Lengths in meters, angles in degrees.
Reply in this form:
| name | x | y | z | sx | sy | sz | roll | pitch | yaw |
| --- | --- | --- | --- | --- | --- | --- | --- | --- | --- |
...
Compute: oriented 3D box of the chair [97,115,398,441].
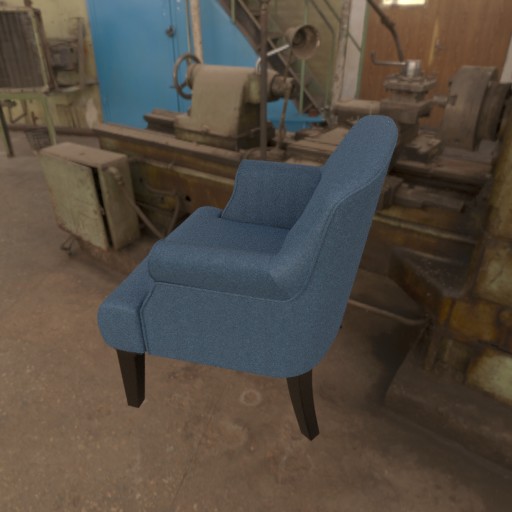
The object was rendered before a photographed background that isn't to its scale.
| name | x | y | z | sx | sy | sz | roll | pitch | yaw |
| --- | --- | --- | --- | --- | --- | --- | --- | --- | --- |
| chair | 0.000 | 0.000 | 1.433 | 0.754 | 0.878 | 0.770 | 9 | 31 | 15 |
